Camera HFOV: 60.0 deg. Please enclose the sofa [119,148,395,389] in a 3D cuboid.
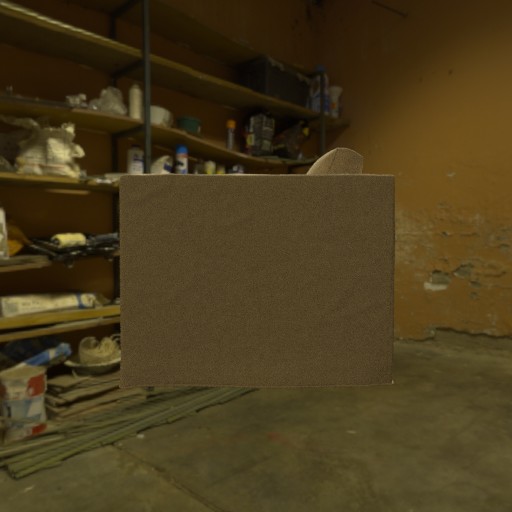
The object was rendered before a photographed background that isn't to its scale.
[{"bbox_3d":[0.000,0.000,2.427,0.962,0.835,1.959,0,1,0],"label":"sofa"}]
